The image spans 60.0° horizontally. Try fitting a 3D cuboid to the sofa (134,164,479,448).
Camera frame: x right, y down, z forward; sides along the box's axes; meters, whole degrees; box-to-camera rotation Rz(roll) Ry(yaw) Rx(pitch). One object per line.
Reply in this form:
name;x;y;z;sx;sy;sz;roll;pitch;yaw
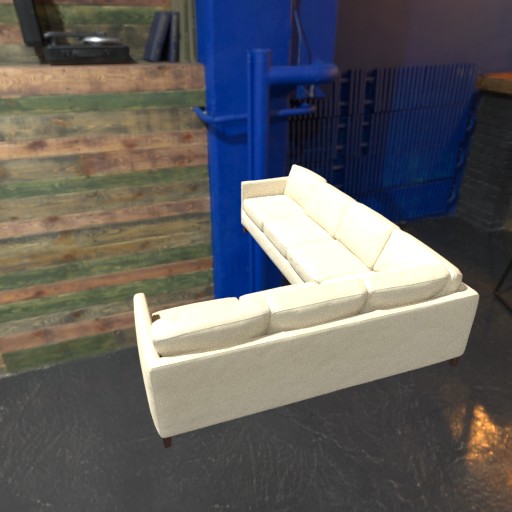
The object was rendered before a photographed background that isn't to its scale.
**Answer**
sofa;0.000;0.000;4.528;2.593;0.947;3.302;-9;29;-17
